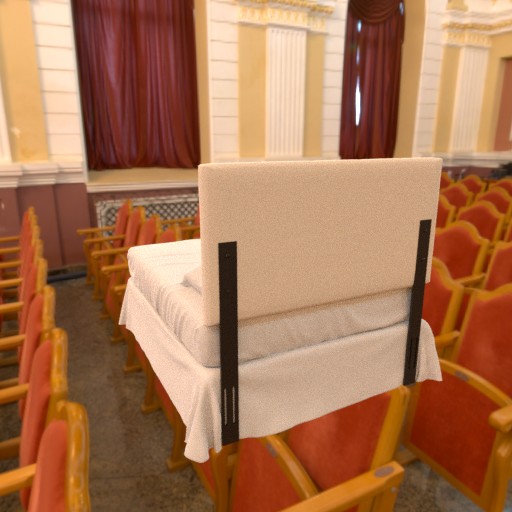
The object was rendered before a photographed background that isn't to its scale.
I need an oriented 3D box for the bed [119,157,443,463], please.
[{"bbox_3d":[0.000,0.000,3.525,1.936,1.577,2.222,-7,17,-26],"label":"bed"}]
